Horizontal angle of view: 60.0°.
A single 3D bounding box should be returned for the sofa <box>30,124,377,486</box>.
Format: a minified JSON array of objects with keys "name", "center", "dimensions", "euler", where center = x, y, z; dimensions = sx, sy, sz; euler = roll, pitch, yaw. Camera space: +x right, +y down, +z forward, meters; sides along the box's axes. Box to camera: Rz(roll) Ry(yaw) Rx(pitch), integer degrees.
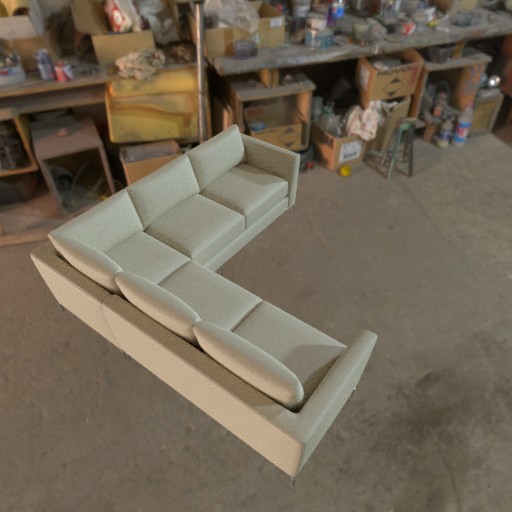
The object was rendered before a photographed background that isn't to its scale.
[{"name":"sofa","center":[0.000,0.000,3.651],"dimensions":[2.430,0.867,2.448],"euler":[27,49,26]}]
